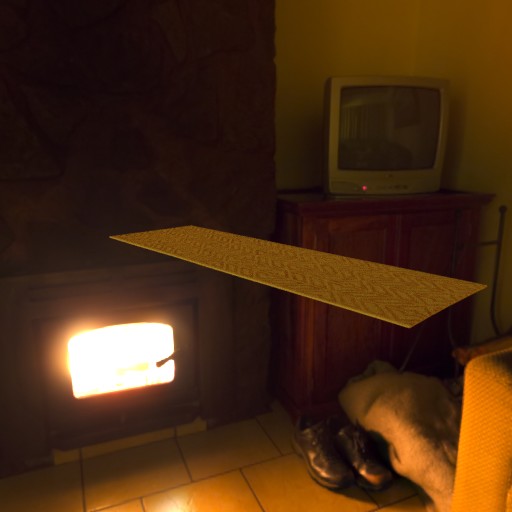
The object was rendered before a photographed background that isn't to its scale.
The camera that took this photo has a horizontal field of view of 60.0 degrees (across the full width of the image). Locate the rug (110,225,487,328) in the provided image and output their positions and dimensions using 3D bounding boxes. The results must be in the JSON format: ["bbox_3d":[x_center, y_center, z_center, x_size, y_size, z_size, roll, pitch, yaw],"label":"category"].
[{"bbox_3d":[0.000,0.000,2.733,0.750,0.009,2.435,-12,18,-42],"label":"rug"}]
